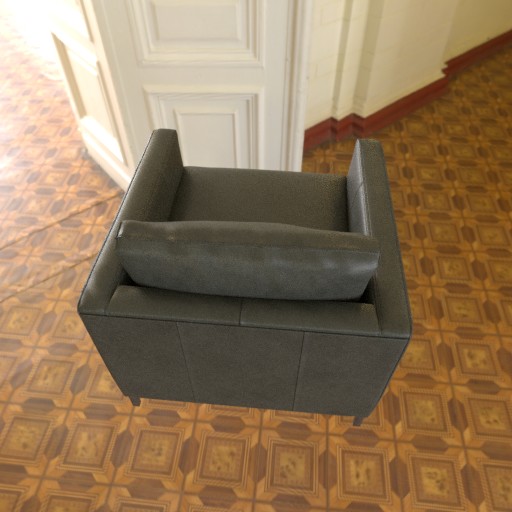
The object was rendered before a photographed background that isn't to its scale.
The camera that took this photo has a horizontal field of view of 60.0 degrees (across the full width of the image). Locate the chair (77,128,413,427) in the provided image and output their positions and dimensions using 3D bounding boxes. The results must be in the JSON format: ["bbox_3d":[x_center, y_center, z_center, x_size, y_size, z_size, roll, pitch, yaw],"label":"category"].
[{"bbox_3d":[0.000,0.000,1.514,0.967,0.824,0.861,4,48,3],"label":"chair"}]
